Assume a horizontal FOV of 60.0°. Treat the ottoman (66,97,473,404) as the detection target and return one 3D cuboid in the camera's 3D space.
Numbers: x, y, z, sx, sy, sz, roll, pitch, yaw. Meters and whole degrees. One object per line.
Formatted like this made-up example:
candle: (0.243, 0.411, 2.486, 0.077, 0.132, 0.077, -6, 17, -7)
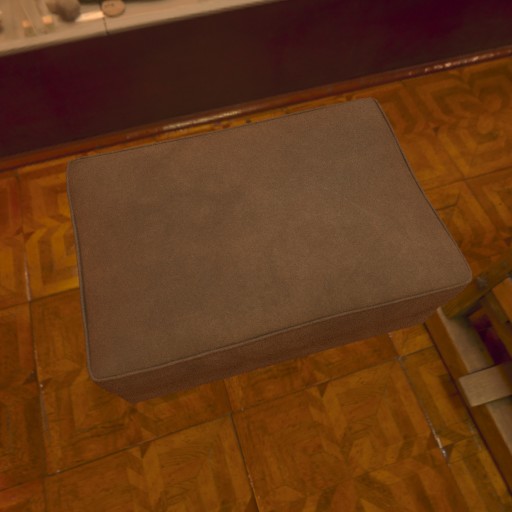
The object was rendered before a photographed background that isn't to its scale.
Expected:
ottoman: (0.000, 0.000, 1.213, 0.860, 0.481, 0.596, -14, 64, -7)
